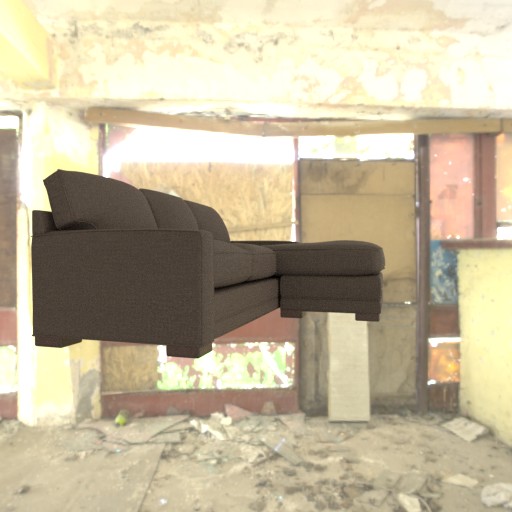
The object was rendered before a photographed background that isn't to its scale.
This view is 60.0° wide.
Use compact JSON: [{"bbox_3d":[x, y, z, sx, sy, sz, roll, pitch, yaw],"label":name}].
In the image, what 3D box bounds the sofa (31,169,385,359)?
[{"bbox_3d":[0.000,0.000,3.215,1.790,0.973,2.370,0,0,17],"label":"sofa"}]
